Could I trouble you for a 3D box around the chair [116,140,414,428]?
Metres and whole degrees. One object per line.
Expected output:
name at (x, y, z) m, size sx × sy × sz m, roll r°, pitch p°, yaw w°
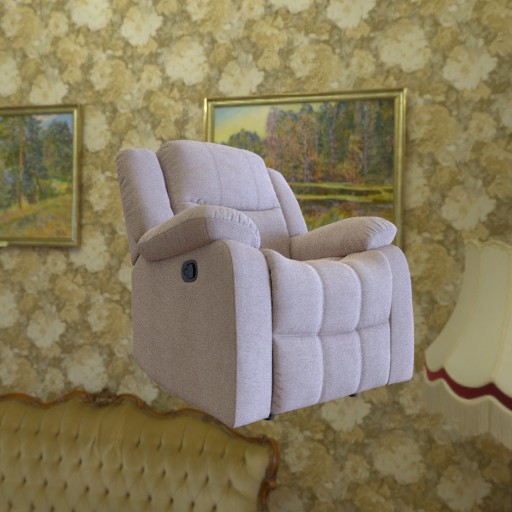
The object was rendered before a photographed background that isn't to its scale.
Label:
chair at (0.000, 0.000, 1.753) m, size 0.899 × 1.008 × 0.944 m, roll 0°, pitch 0°, yaw -36°
